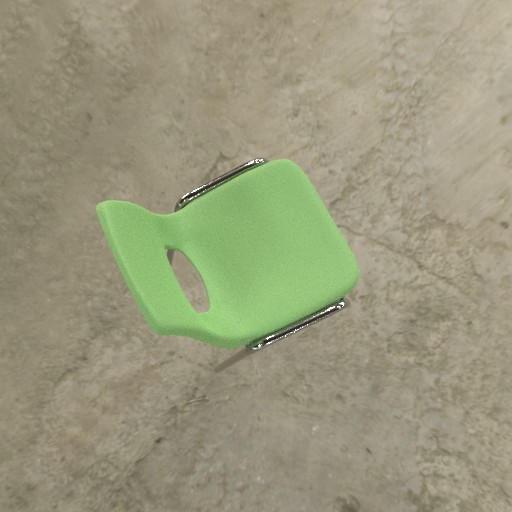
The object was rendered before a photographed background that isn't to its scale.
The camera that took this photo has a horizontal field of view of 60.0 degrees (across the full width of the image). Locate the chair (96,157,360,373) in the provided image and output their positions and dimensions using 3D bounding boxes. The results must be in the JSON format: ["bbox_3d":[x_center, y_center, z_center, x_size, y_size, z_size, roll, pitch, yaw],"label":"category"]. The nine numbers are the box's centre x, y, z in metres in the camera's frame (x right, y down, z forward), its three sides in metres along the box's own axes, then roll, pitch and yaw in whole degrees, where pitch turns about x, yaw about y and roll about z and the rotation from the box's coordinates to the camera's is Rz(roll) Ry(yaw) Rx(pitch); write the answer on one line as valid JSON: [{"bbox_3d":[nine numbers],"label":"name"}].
[{"bbox_3d":[0.000,0.000,0.973,0.436,0.704,0.381,-27,78,-6],"label":"chair"}]
